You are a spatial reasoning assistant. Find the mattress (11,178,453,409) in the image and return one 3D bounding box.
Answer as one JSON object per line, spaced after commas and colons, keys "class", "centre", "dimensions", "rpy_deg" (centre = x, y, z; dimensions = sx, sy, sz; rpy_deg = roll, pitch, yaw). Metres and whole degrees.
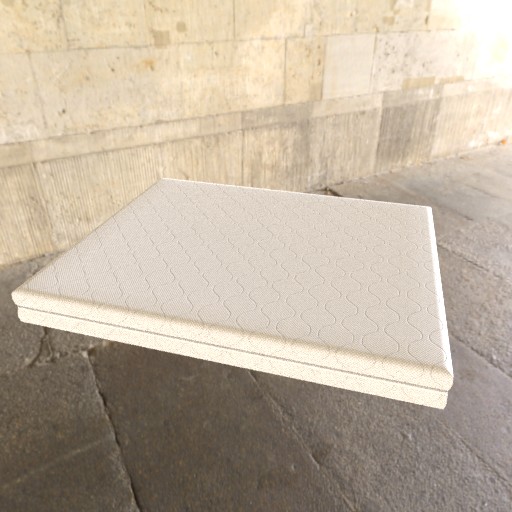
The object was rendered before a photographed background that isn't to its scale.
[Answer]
{"class": "mattress", "centre": [0.000, 0.000, 2.592], "dimensions": [2.000, 0.200, 1.600], "rpy_deg": [8, 32, 14]}
